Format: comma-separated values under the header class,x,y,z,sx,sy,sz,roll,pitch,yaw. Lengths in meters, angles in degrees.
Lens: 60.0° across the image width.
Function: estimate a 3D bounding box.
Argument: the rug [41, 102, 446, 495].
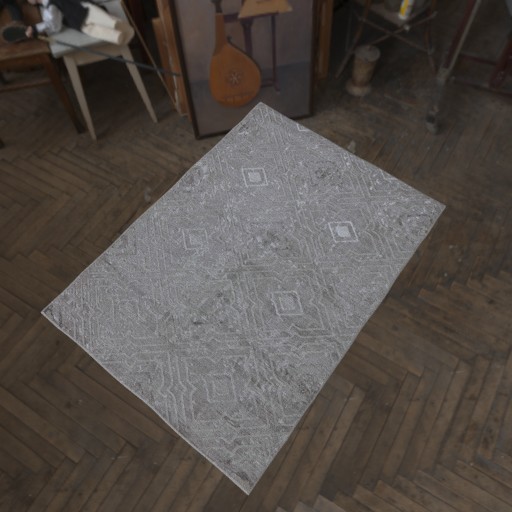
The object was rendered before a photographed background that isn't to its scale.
class,x,y,z,sx,sy,sz,roll,pitch,yaw
rug,0.000,0.000,4.358,2.448,0.020,3.359,34,68,16
